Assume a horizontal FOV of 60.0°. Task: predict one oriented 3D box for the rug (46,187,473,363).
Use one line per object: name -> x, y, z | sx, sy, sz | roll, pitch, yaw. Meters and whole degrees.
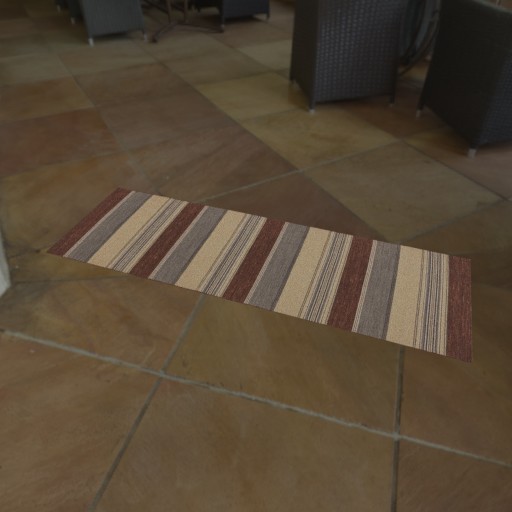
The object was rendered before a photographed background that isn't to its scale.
rug -> 0.000, 0.000, 2.678 | 2.437, 0.006, 0.792 | 13, 42, 15
